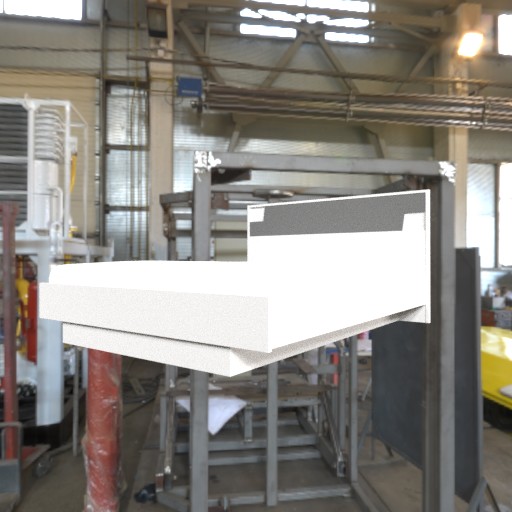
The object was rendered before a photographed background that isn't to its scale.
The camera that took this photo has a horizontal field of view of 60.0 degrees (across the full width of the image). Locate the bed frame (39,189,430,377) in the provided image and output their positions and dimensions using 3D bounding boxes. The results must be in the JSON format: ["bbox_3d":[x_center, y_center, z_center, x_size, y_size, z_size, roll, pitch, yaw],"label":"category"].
[{"bbox_3d":[0.000,0.000,2.999,1.711,1.001,2.100,0,0,36],"label":"bed frame"}]
